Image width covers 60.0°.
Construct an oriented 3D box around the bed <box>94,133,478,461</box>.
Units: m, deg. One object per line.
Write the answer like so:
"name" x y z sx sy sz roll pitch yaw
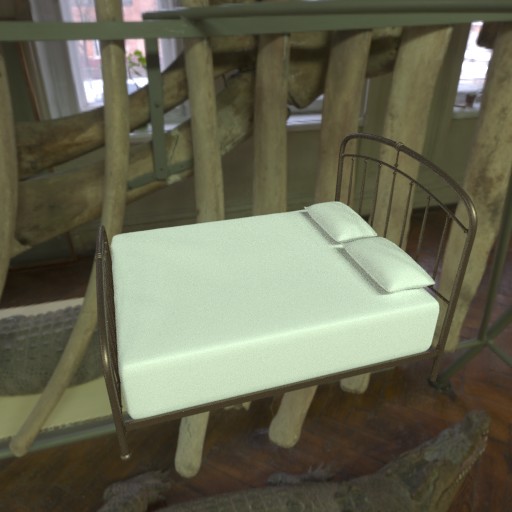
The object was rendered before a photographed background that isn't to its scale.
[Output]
"bed" 0.000 0.000 3.189 2.168 1.475 1.711 -9 31 -15
